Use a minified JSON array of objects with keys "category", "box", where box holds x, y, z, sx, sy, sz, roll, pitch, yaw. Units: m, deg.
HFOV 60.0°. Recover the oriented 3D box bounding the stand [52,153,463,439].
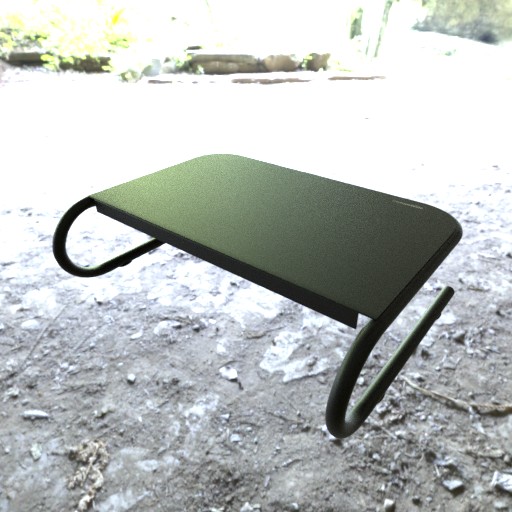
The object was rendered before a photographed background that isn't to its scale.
[{"category":"stand","box":[0.000,0.000,0.496,0.370,0.108,0.280,22,38,32]}]
